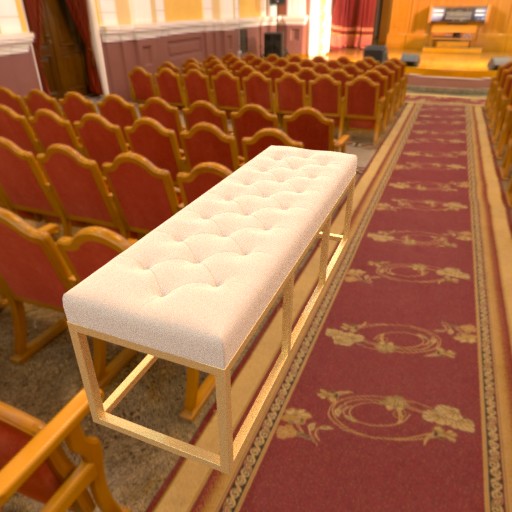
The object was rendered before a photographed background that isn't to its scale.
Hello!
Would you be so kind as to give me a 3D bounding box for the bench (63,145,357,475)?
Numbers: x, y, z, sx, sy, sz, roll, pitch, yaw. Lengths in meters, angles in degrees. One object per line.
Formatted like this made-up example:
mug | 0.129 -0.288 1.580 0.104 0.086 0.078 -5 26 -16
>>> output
bench | 0.000 0.000 1.734 0.457 0.484 1.473 12 32 20
